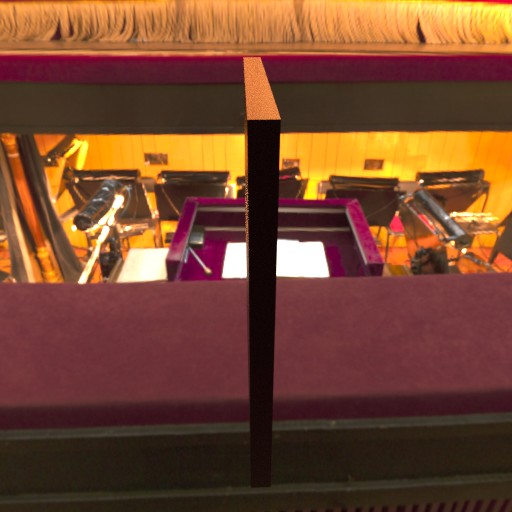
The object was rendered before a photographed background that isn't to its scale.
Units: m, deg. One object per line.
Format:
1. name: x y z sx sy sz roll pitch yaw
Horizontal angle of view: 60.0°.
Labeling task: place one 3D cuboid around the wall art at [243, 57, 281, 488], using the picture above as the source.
1. wall art: 0.000 0.000 0.741 0.031 0.558 0.461 -1 31 -2
